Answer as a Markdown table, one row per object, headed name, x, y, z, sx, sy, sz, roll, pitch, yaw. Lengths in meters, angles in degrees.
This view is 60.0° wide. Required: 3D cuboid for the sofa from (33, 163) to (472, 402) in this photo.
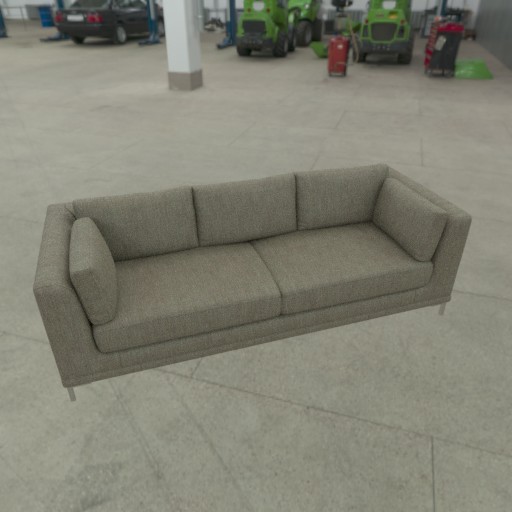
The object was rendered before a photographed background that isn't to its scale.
| name | x | y | z | sx | sy | sz | roll | pitch | yaw |
| --- | --- | --- | --- | --- | --- | --- | --- | --- | --- |
| sofa | 0.000 | 0.000 | 2.841 | 2.415 | 0.867 | 0.969 | -10 | 32 | -15 |
